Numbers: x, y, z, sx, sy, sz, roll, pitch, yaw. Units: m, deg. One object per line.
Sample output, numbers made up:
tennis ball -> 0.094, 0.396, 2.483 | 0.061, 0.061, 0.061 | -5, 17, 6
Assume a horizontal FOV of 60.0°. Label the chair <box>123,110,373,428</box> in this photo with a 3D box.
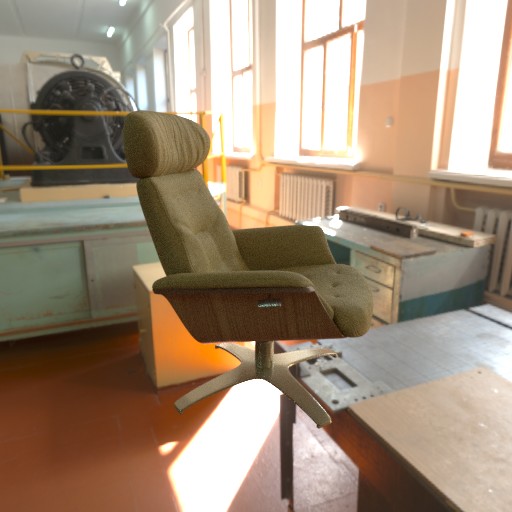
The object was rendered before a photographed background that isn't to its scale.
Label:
chair -> 0.000, 0.000, 1.593 | 0.837, 0.995, 0.785 | 3, 15, 11
